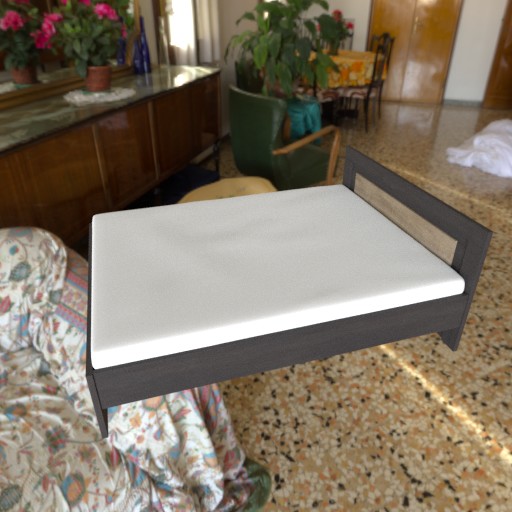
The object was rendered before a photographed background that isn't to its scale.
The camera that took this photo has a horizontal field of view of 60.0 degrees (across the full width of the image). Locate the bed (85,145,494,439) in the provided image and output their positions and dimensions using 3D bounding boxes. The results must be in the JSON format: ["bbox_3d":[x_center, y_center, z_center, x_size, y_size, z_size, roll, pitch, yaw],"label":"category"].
[{"bbox_3d":[0.000,0.000,2.881,2.073,0.823,1.585,-9,32,-15],"label":"bed"}]
